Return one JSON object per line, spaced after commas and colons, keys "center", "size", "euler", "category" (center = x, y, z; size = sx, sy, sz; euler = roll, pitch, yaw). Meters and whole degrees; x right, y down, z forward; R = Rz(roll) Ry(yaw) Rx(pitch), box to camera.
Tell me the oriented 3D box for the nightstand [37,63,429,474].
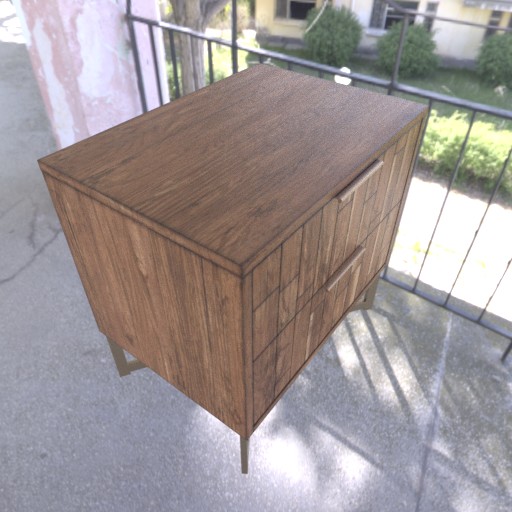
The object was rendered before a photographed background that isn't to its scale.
{"center": [0.000, 0.000, 1.012], "size": [0.446, 0.610, 0.610], "euler": [26, 48, 27], "category": "nightstand"}
